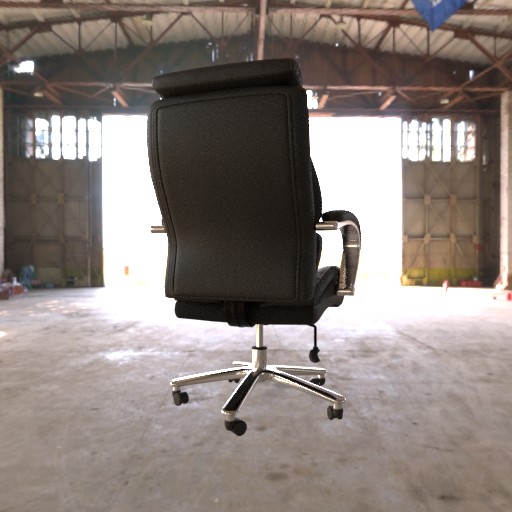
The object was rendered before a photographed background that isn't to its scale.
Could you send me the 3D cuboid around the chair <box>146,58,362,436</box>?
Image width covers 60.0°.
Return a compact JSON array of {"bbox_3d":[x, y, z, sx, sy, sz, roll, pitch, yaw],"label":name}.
[{"bbox_3d":[0.000,0.000,1.717,0.755,1.183,0.790,0,0,18],"label":"chair"}]
